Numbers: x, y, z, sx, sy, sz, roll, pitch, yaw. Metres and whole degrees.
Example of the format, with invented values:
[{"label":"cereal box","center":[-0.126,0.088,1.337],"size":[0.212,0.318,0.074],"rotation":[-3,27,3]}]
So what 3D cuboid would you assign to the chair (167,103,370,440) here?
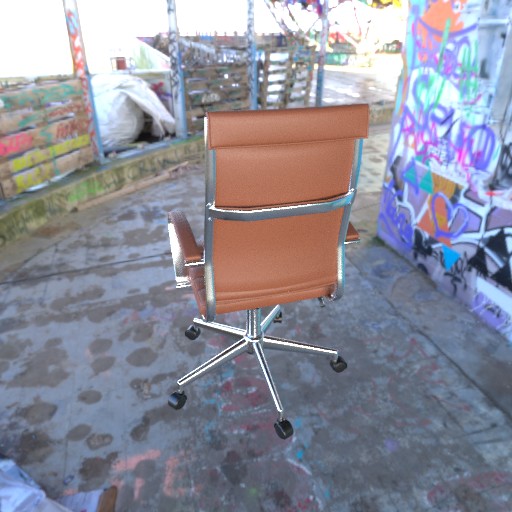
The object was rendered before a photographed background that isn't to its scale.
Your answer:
[{"label":"chair","center":[0.000,0.000,1.643],"size":[0.766,1.149,0.739],"rotation":[-8,29,-15]}]
